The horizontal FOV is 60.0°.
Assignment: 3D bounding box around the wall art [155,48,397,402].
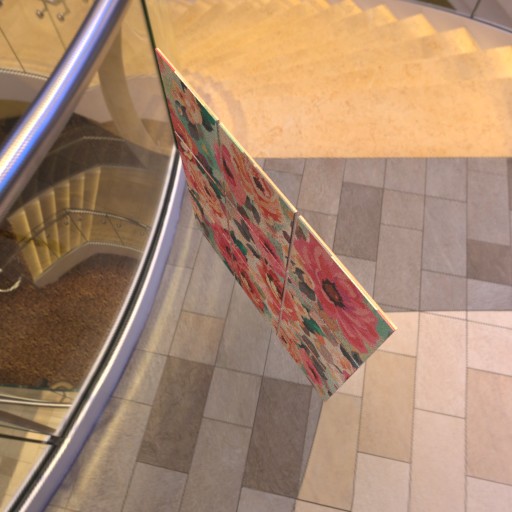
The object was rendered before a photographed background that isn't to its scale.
[{"bbox_3d":[0.000,0.000,1.859,0.013,1.220,1.216,-32,68,-14],"label":"wall art"}]
